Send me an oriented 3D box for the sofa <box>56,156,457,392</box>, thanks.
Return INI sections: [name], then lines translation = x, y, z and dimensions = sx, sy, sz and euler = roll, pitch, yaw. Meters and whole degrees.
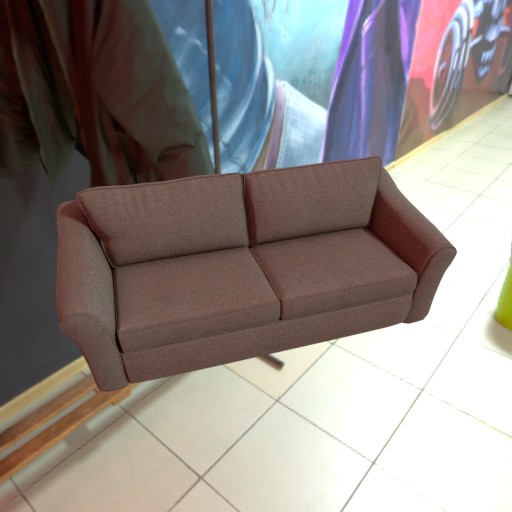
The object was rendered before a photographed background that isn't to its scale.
[sofa]
translation = 0.000, 0.000, 2.769
dimensions = 2.270, 0.906, 0.986
euler = -9, 34, -14
